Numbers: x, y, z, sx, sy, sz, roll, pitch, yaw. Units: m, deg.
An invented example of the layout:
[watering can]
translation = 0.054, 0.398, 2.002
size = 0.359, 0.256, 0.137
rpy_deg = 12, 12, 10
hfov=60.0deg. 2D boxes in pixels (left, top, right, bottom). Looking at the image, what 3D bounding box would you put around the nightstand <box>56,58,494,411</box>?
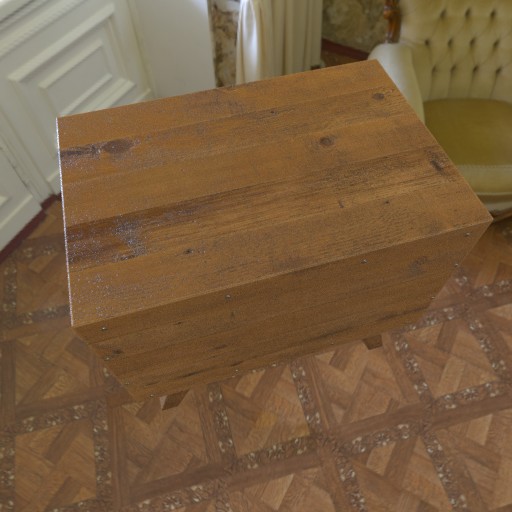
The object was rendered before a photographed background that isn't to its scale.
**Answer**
[nightstand]
translation = 0.000, 0.000, 1.015
size = 0.650, 0.599, 0.450
rpy_deg = -14, 58, -9
